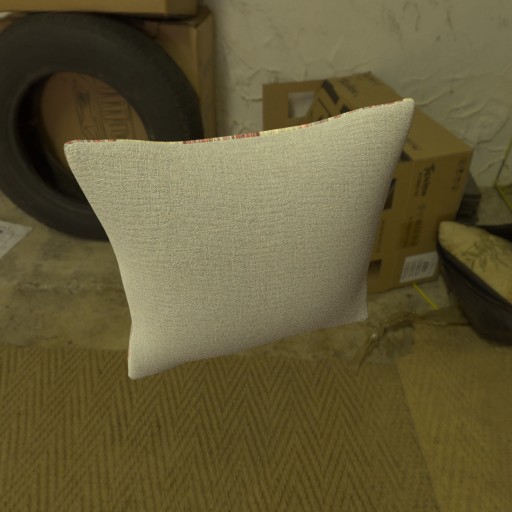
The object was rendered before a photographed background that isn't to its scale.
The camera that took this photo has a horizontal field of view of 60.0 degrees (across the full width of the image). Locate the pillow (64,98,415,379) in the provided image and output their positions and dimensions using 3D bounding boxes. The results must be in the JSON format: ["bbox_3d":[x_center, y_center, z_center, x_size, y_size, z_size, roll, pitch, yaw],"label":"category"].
[{"bbox_3d":[0.000,0.000,0.649,0.437,0.419,0.136,-12,41,-14],"label":"pillow"}]
